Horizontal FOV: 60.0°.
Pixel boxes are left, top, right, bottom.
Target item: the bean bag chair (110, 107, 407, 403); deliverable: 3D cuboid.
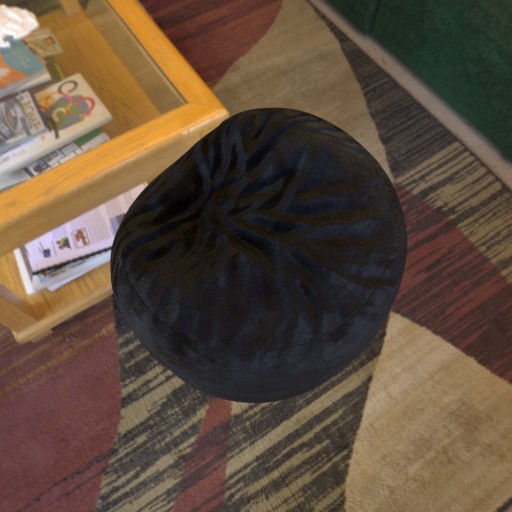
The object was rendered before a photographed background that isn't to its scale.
[{"bbox_3d":[0.000,0.000,1.487,0.918,0.616,0.918,0,65,0],"label":"bean bag chair"}]
